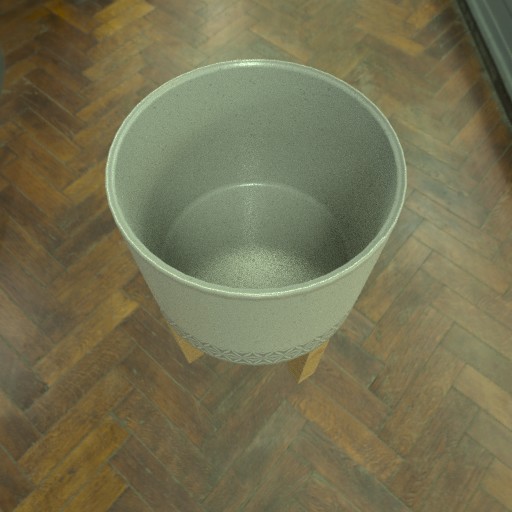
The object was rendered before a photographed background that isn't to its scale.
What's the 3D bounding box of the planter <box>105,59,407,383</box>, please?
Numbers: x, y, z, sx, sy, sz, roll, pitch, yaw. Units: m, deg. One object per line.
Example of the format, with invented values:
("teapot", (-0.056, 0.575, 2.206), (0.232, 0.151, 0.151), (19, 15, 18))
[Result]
("planter", (0.000, 0.000, 0.270), (0.130, 0.178, 0.130), (0, 62, 0))
